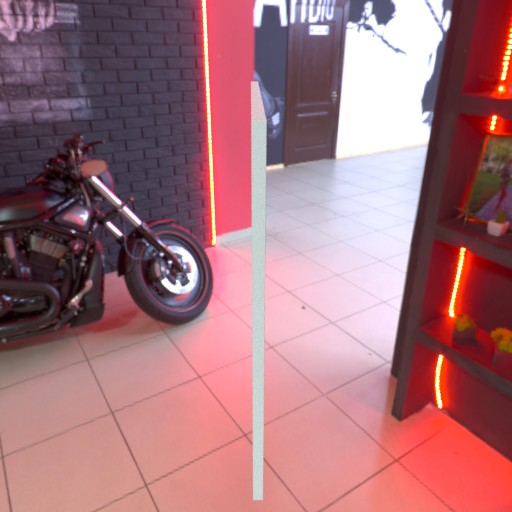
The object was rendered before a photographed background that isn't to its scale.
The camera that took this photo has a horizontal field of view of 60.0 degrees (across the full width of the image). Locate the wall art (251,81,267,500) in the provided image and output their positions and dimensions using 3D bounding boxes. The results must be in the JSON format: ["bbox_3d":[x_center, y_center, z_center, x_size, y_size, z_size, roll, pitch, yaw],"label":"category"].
[{"bbox_3d":[0.000,0.000,1.164,0.022,0.803,0.805,0,25,-1],"label":"wall art"}]
